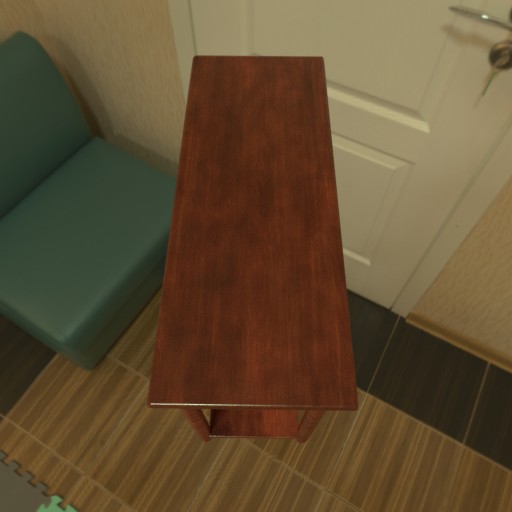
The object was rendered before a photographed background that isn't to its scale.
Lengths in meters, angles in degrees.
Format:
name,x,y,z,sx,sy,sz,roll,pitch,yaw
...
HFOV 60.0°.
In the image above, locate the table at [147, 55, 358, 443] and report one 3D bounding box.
name,x,y,z,sx,sy,sz,roll,pitch,yaw
table,0.000,0.000,1.550,0.459,0.740,1.184,1,59,0
